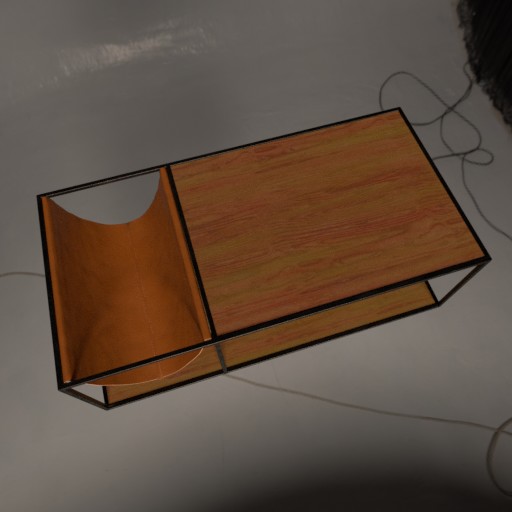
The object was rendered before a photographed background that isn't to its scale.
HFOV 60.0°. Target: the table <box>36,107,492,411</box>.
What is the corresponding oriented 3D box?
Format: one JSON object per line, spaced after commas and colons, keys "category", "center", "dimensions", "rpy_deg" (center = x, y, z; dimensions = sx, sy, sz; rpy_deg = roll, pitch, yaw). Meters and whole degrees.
{"category": "table", "center": [0.000, 0.000, 1.463], "dimensions": [1.199, 0.403, 0.597], "rpy_deg": [-16, 65, -7]}
